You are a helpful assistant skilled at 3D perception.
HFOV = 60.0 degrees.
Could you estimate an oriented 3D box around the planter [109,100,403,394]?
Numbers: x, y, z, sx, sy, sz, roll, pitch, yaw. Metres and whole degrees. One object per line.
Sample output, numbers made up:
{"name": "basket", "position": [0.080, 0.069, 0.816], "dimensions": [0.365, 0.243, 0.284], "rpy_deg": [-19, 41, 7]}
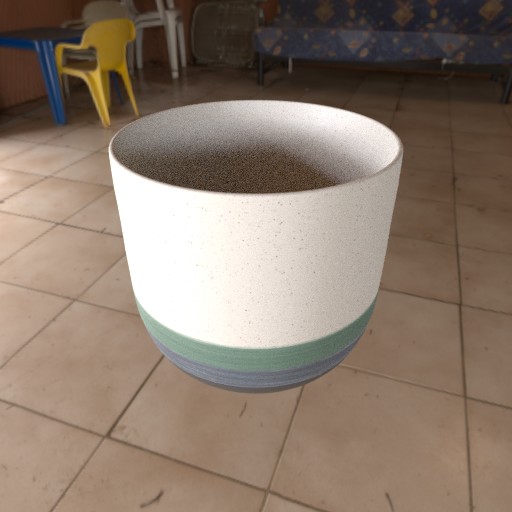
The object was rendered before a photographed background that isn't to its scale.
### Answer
{"name": "planter", "position": [0.000, 0.000, 0.487], "dimensions": [0.268, 0.270, 0.268], "rpy_deg": [0, 33, 0]}
